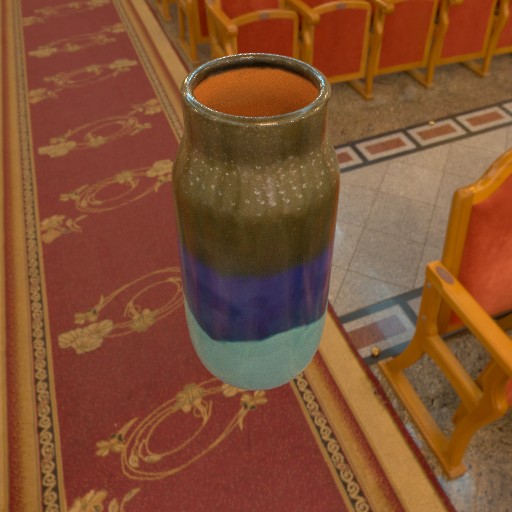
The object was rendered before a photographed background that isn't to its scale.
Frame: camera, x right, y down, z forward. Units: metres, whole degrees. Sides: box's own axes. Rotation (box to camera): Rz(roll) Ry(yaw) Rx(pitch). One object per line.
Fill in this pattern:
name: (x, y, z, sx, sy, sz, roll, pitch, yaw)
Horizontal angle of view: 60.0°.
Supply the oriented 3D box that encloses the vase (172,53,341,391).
vase: (0.000, 0.000, 0.386, 0.139, 0.313, 0.139, 0, 47, 0)
